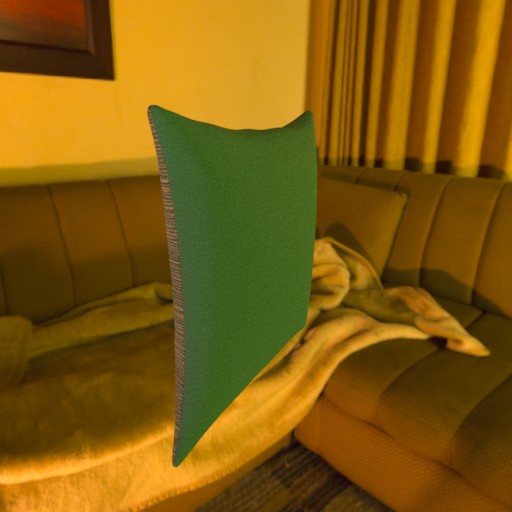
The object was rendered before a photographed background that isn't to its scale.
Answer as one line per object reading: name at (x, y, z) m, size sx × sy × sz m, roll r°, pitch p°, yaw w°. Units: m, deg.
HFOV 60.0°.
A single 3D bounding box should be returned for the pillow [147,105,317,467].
pillow at (0.000, 0.000, 0.781) m, size 0.150 × 0.497 × 0.514 m, roll 8°, pitch 19°, yaw 26°
